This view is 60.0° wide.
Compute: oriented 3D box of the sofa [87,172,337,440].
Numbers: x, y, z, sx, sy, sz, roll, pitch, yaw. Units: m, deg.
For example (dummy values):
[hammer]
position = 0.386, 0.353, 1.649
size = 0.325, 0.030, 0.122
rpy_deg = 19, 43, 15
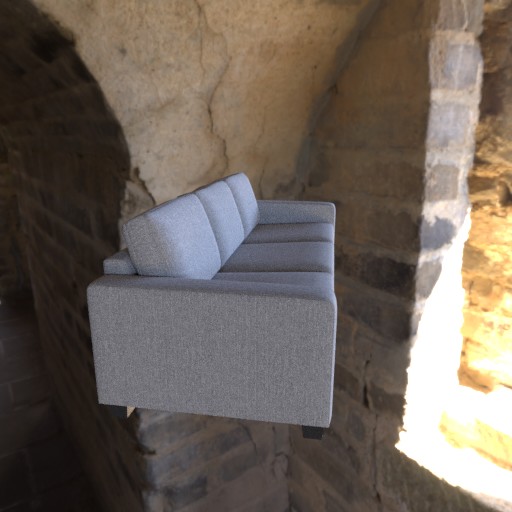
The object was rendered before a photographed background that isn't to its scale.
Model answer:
[sofa]
position = 0.000, 0.000, 2.549
size = 0.900, 0.800, 2.120
rpy_deg = 3, 16, 9
